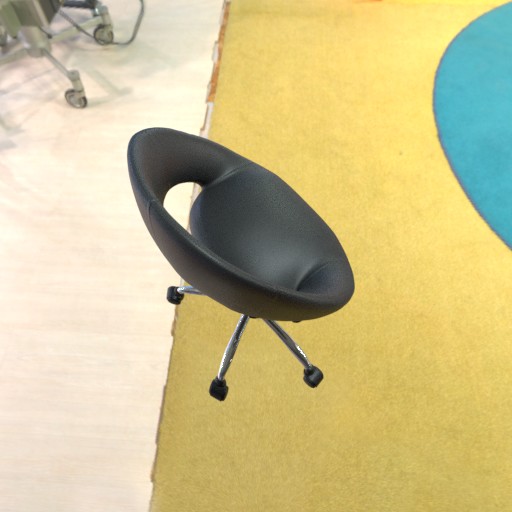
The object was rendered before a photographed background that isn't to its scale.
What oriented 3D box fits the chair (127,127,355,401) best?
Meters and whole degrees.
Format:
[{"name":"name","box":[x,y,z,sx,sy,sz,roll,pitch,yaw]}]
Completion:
[{"name":"chair","box":[0.000,0.000,1.171,0.538,0.791,0.612,-31,63,-18]}]
